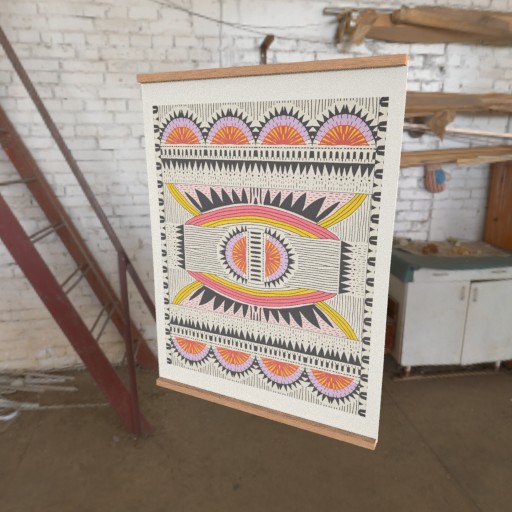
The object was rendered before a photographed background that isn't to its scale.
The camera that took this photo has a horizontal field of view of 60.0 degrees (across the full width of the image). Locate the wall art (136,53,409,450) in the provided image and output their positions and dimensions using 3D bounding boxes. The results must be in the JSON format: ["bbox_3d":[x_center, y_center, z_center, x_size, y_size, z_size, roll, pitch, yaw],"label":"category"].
[{"bbox_3d":[0.000,0.000,0.768,0.456,0.609,0.028,7,17,25],"label":"wall art"}]
